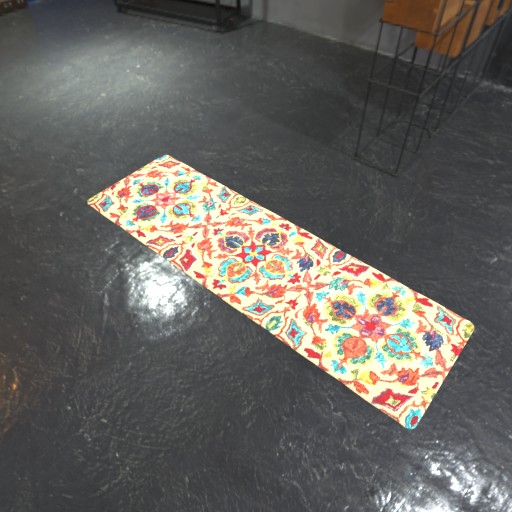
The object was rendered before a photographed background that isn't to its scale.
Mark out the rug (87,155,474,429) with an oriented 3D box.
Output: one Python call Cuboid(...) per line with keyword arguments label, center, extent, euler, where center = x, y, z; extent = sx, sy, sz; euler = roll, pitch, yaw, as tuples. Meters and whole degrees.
Cuboid(label="rug", center=(0.000, 0.000, 2.512), extent=(2.273, 0.016, 0.693), euler=(32, 55, 26))
